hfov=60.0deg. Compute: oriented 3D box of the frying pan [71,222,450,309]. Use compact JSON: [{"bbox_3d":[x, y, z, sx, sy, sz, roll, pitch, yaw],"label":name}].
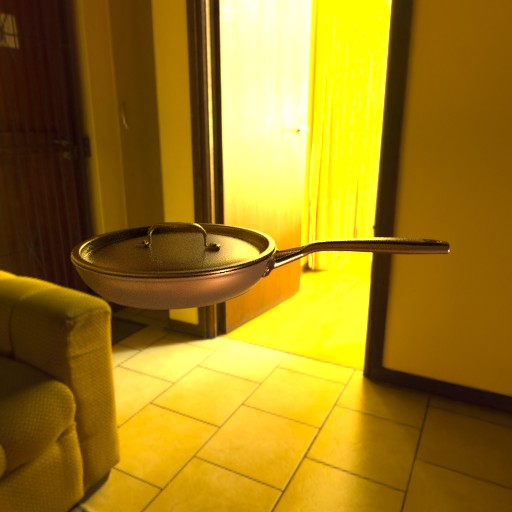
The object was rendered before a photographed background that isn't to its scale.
[{"bbox_3d":[0.000,0.000,0.598,0.490,0.086,0.272,2,16,7],"label":"frying pan"}]
